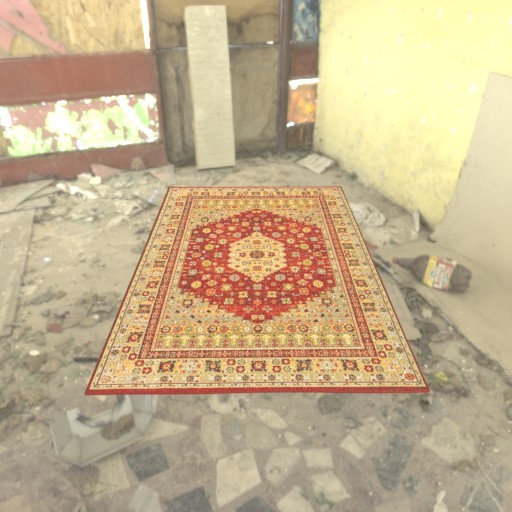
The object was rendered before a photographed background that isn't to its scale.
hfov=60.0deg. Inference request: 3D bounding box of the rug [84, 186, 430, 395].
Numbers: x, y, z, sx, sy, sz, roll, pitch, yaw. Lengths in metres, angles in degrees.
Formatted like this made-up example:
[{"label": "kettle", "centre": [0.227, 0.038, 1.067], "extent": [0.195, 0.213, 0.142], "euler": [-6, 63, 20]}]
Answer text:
[{"label": "rug", "centre": [0.000, 0.000, 2.293], "extent": [1.194, 0.013, 1.802], "euler": [0, 32, 0]}]
